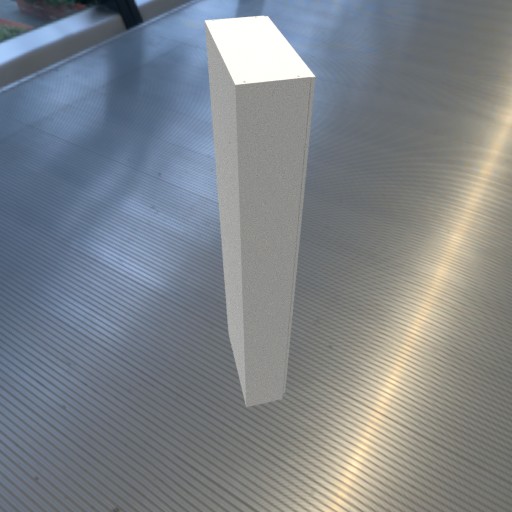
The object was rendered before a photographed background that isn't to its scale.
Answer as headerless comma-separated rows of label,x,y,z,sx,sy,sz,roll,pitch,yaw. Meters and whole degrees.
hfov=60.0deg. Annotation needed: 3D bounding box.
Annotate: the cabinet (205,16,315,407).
cabinet,0.000,0.000,1.958,0.230,1.790,0.500,-10,46,-10
